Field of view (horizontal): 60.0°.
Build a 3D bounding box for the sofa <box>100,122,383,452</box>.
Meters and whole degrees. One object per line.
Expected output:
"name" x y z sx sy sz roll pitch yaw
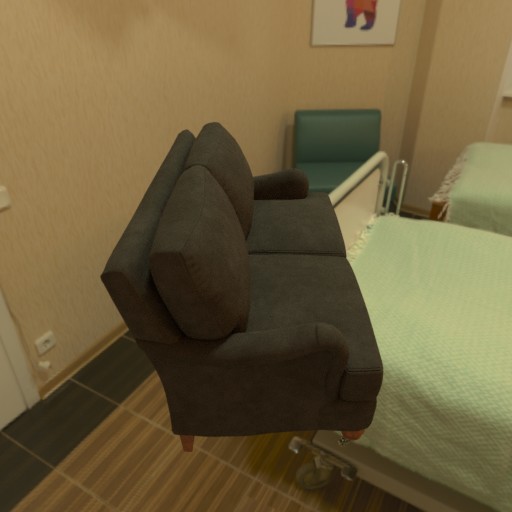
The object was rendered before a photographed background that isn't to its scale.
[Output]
"sofa" 0.000 0.000 2.526 1.084 1.101 1.853 0 31 1
